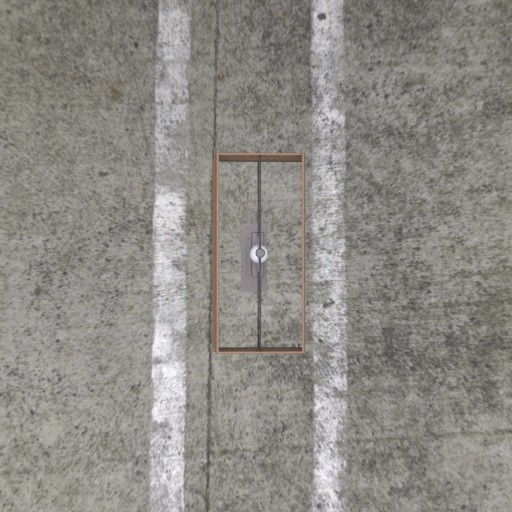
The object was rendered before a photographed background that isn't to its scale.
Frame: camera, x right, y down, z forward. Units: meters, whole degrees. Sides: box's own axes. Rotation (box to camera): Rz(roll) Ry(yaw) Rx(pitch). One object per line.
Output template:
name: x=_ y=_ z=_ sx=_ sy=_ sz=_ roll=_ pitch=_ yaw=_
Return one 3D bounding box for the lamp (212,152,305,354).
lamp: x=0.000 y=0.000 z=1.618 sx=0.233 sy=1.469 sz=0.475 roll=0 pitch=90 yaw=-1
